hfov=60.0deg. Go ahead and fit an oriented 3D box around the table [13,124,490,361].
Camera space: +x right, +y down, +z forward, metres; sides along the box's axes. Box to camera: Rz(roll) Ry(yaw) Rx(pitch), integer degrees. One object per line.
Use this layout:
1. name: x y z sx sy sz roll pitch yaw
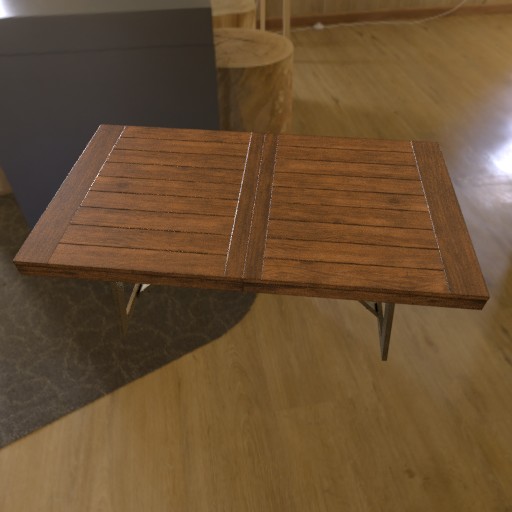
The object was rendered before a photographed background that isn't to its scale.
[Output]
1. table: 0.000 0.000 2.107 1.641 0.757 0.931 4 47 4
